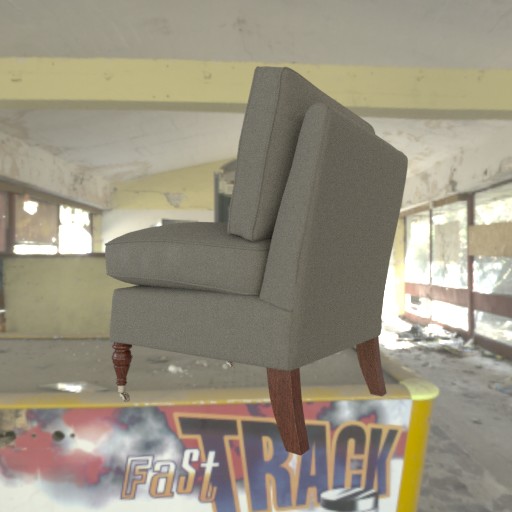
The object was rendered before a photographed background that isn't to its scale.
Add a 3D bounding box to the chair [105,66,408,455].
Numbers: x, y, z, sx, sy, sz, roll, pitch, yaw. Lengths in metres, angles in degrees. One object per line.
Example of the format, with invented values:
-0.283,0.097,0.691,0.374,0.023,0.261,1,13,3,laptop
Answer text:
0.000,0.000,1.639,0.924,1.045,0.724,0,-1,35,chair
